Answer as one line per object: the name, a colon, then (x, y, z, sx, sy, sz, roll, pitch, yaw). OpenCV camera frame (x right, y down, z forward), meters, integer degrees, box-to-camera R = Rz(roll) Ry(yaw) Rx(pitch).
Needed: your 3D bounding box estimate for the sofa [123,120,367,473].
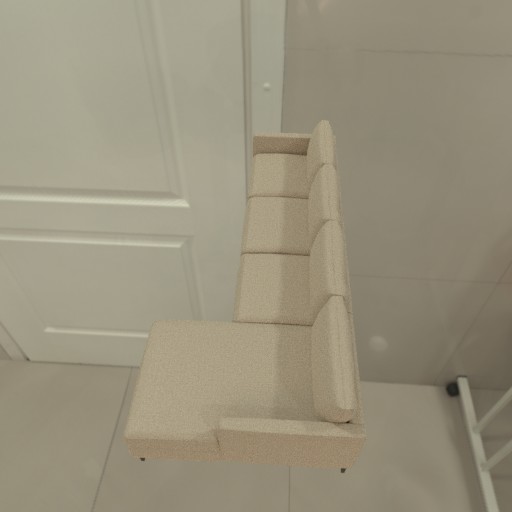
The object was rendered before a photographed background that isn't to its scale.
sofa: (0.000, 0.000, 3.204, 1.258, 0.755, 2.731, 3, 47, 3)
